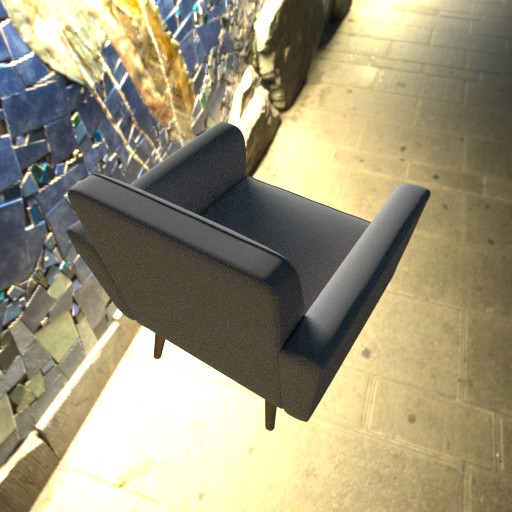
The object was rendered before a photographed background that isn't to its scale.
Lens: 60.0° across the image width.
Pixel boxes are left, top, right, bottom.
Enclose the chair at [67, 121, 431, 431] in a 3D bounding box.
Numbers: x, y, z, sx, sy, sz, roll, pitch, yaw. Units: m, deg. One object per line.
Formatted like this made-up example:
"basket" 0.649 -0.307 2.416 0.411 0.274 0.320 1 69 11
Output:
"chair" 0.000 0.000 1.379 0.780 0.780 0.750 25 50 23
